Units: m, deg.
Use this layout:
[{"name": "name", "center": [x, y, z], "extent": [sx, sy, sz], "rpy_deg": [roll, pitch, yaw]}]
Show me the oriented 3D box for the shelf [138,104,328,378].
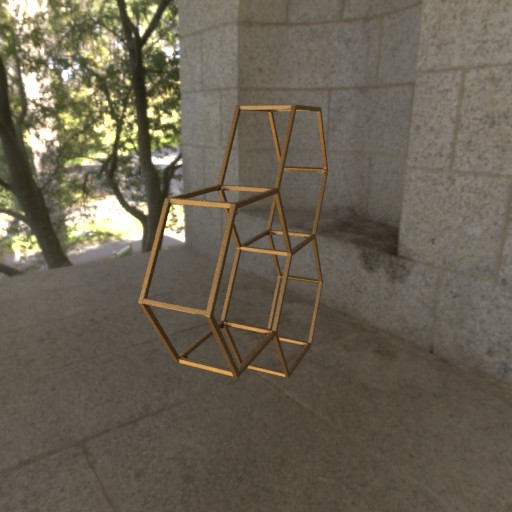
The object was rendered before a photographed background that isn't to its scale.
[{"name": "shelf", "center": [0.000, 0.000, 1.082], "extent": [0.150, 0.701, 0.708], "rpy_deg": [7, 18, 23]}]
